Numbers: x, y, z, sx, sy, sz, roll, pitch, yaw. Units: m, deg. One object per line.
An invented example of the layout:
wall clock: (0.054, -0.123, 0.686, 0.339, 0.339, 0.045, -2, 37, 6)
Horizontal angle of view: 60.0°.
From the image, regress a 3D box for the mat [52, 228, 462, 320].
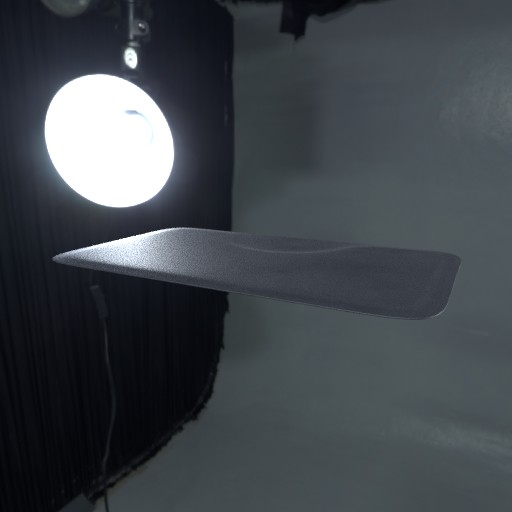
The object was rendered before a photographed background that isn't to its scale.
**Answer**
mat: (0.000, 0.000, 1.841, 1.524, 0.013, 0.918, 7, 15, 27)
